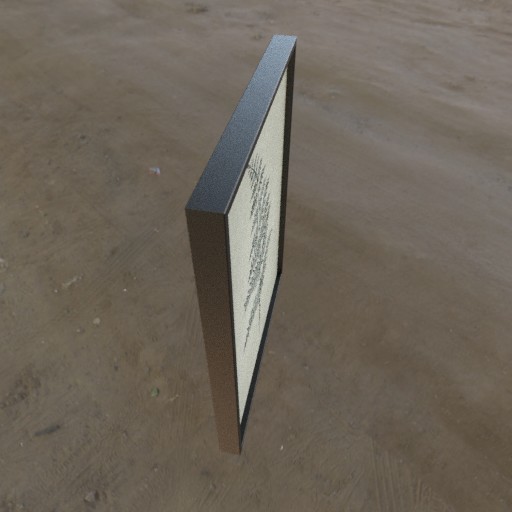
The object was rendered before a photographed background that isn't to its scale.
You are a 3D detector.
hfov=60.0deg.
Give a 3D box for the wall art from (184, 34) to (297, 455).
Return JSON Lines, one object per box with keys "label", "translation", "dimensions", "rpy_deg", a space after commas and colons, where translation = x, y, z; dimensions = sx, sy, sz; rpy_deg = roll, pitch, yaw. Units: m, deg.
{"label": "wall art", "translation": [0.000, 0.000, 0.748], "dimensions": [0.039, 0.555, 0.449], "rpy_deg": [9, 46, 8]}
